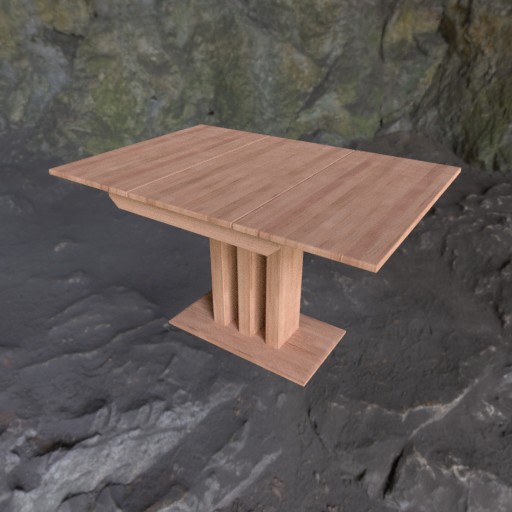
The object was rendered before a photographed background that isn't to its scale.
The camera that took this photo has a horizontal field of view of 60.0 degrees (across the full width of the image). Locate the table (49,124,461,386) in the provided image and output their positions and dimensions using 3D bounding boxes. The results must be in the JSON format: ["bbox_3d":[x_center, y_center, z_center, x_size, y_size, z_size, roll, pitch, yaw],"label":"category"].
[{"bbox_3d":[0.000,0.000,1.884,1.300,0.770,0.900,18,34,29],"label":"table"}]
